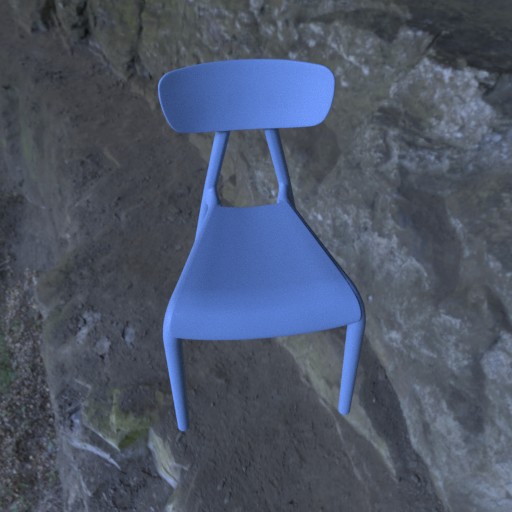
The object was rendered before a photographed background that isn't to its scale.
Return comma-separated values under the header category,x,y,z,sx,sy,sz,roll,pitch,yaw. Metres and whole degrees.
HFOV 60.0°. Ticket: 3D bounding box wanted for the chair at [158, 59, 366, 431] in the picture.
category,x,y,z,sx,sy,sz,roll,pitch,yaw
chair,0.000,0.000,0.831,0.356,0.580,0.401,-4,47,-4
